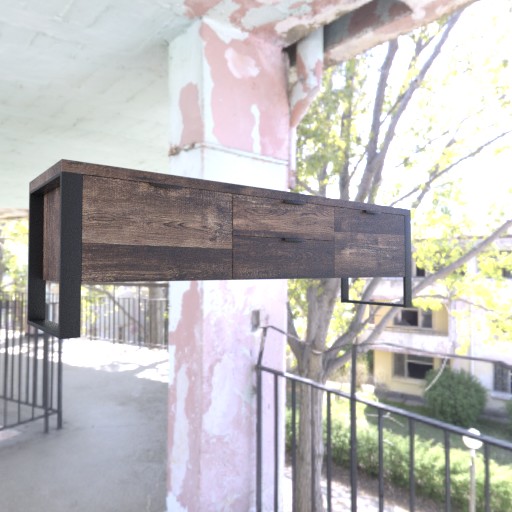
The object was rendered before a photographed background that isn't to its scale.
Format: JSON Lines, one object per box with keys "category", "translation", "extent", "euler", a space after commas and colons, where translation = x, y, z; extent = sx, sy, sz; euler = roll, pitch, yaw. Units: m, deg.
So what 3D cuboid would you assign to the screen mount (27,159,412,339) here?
{"category": "screen mount", "translation": [0.000, 0.000, 1.719], "extent": [1.524, 0.450, 0.395], "euler": [1, -2, -38]}
